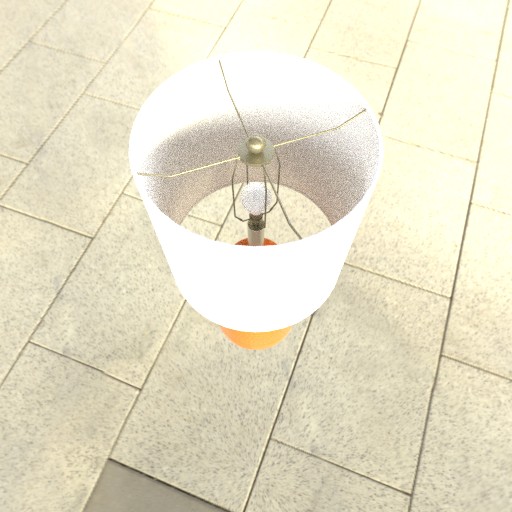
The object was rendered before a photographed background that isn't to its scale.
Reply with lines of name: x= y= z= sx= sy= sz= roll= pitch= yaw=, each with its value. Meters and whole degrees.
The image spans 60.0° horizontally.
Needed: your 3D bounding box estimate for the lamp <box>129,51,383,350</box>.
lamp: x=0.000 y=0.000 z=1.120 sx=0.418 sy=0.871 sz=0.418 roll=17 pitch=65 yaw=8
